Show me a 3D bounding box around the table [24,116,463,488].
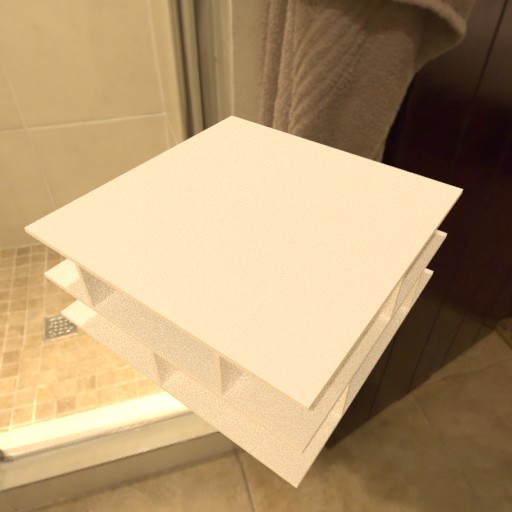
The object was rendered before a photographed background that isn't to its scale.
[{"bbox_3d":[0.000,0.000,1.086,0.700,0.289,0.700,26,47,27],"label":"table"}]
